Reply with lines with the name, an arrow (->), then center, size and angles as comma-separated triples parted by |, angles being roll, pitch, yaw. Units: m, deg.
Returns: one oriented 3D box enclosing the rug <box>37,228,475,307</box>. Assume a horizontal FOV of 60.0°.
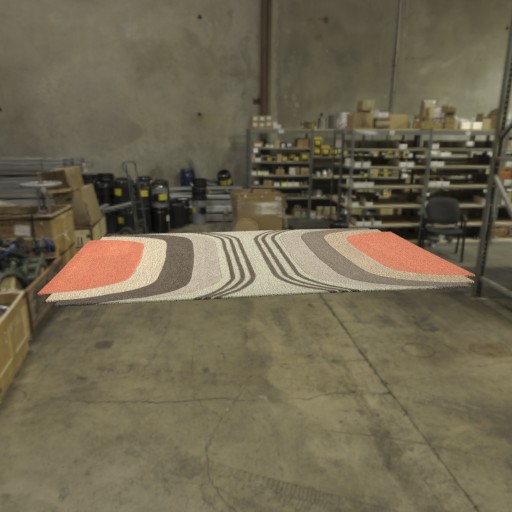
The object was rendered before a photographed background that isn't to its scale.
rug -> 0.000, 0.000, 3.007 | 2.446, 0.017, 1.530 | -2, 16, -7
